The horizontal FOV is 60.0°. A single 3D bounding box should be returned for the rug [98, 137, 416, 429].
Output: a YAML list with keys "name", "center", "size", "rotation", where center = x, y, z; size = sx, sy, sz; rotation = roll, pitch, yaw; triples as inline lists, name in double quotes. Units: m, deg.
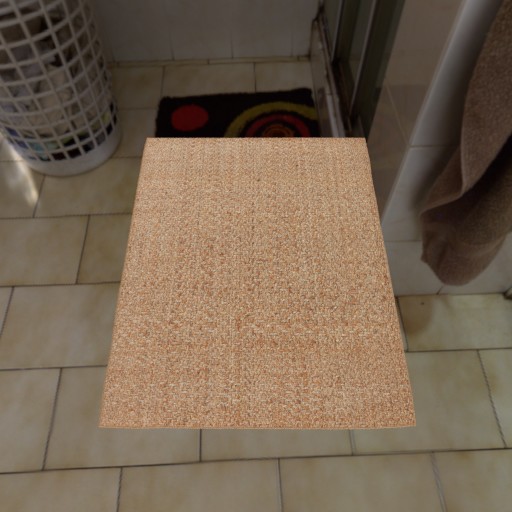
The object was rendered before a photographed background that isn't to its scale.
- name: "rug"
  center: [0.000, 0.000, 4.121]
  size: [2.439, 0.013, 3.048]
  rotation: [0, 59, 0]
